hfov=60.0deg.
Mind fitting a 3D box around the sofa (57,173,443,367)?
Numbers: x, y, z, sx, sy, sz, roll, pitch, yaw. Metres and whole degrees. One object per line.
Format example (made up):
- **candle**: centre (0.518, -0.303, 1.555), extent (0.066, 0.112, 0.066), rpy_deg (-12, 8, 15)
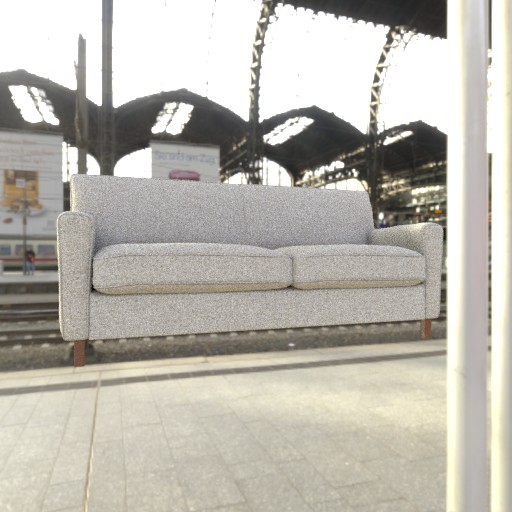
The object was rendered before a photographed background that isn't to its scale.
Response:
- **sofa**: centre (0.000, 0.000, 2.520), extent (2.026, 0.942, 0.854), rpy_deg (0, 0, -20)
